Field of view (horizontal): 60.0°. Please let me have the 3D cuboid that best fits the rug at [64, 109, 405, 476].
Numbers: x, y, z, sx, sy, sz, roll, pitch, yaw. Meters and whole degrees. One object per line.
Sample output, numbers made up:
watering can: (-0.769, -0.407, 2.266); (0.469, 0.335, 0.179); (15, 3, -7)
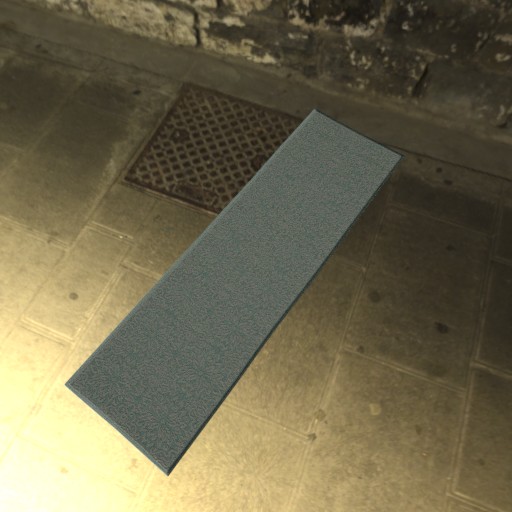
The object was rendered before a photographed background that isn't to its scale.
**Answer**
rug: (0.000, 0.000, 2.422); (0.662, 0.011, 2.196); (33, 68, 15)
